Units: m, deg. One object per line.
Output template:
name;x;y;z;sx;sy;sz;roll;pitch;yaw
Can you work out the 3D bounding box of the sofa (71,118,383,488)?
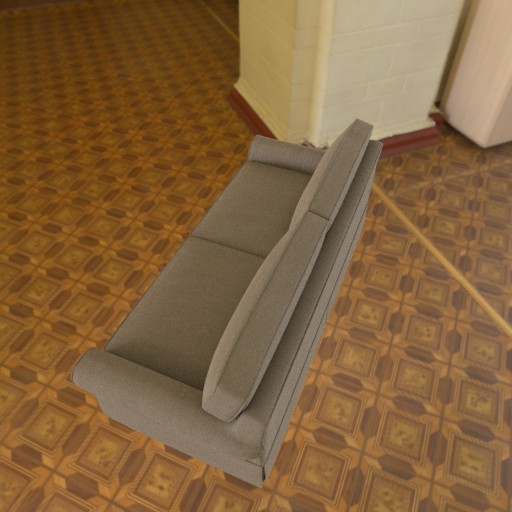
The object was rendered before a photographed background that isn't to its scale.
sofa;0.000;0.000;2.672;0.991;0.943;2.248;17;49;16
